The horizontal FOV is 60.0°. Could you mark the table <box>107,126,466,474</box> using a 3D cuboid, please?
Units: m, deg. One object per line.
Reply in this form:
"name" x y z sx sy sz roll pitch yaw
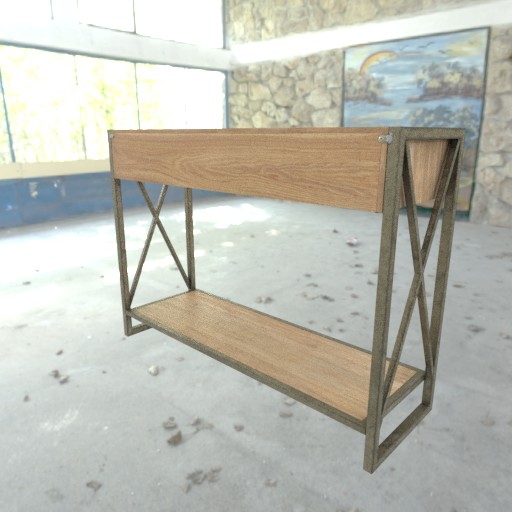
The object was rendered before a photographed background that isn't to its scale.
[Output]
"table" 0.000 0.000 1.384 1.059 0.763 0.361 14 21 41
